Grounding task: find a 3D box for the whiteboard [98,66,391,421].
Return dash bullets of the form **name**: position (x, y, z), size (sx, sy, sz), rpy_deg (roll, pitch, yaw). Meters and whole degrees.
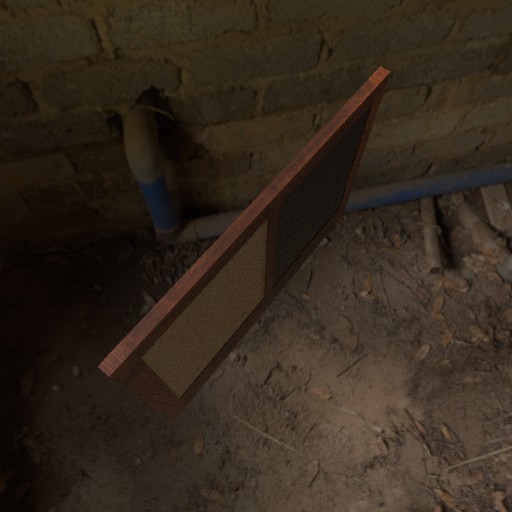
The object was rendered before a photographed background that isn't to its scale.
- **whiteboard**: position (0.000, 0.000, 1.013), size (0.083, 0.553, 0.768), rpy_deg (35, 69, 16)
